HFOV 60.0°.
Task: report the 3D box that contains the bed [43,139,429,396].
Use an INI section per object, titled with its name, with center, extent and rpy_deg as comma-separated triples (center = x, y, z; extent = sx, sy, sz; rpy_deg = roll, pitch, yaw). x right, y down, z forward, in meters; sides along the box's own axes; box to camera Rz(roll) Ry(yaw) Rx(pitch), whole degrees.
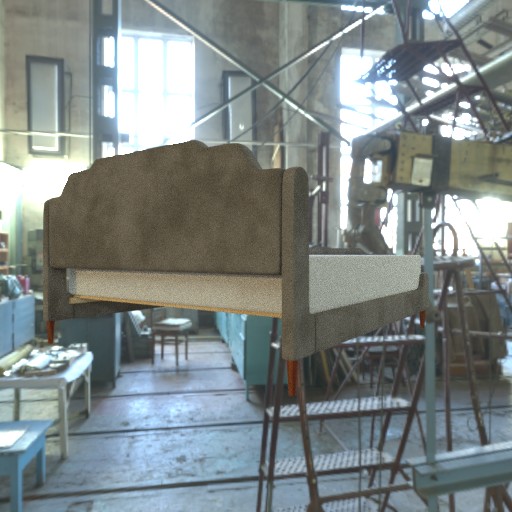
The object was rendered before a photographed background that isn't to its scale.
[bed]
center = 0.000, 0.000, 3.509
extent = 2.074, 1.245, 2.340
rpy_deg = 0, 0, 35
